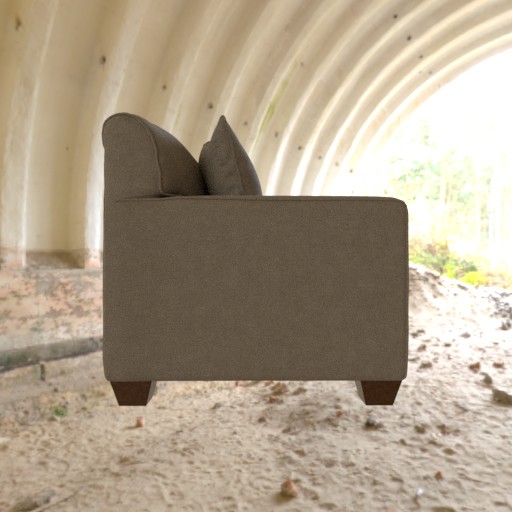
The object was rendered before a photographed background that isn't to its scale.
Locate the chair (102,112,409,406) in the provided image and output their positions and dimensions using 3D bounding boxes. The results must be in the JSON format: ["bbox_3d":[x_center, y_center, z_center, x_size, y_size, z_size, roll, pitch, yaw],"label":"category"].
[{"bbox_3d":[0.000,0.000,2.038,0.992,0.953,1.395,0,-1,0],"label":"chair"}]
